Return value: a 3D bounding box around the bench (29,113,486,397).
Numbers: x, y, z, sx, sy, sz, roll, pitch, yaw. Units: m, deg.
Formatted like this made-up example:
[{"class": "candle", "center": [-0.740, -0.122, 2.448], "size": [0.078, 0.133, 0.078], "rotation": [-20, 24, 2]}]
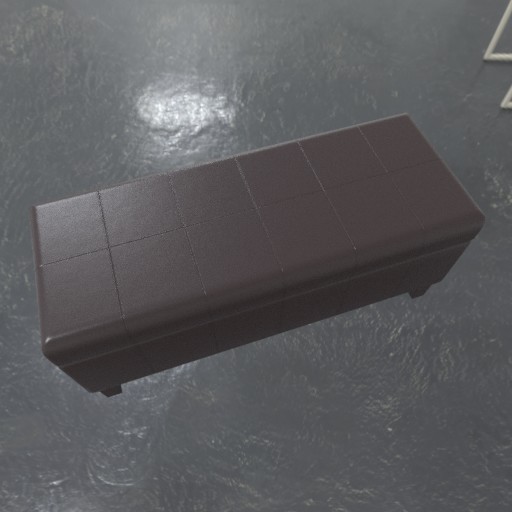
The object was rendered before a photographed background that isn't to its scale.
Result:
[{"class": "bench", "center": [0.000, 0.000, 1.297], "size": [1.092, 0.457, 0.429], "rotation": [-16, 60, -10]}]
